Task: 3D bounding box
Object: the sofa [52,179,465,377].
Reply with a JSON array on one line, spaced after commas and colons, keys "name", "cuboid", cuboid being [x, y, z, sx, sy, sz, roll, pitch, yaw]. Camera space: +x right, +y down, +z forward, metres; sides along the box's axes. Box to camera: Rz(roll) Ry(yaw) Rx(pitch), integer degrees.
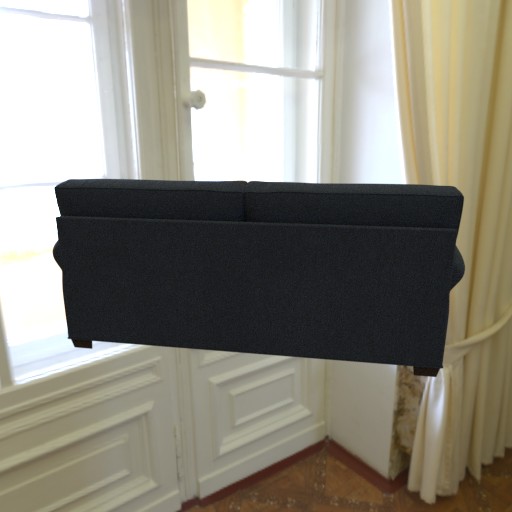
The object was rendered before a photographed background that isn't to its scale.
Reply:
[{"name": "sofa", "cuboid": [0.000, 0.000, 2.868, 2.391, 1.026, 0.954, 3, 16, 9]}]
